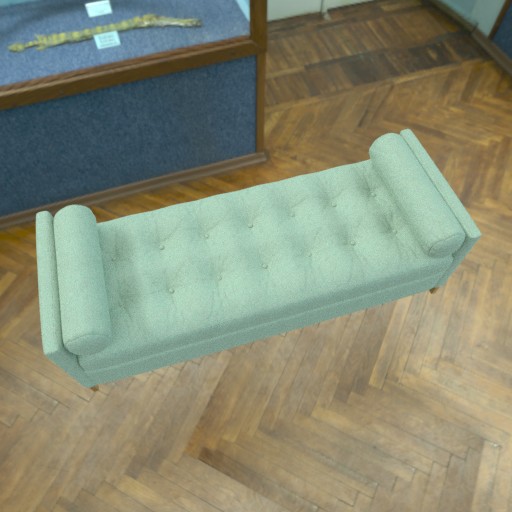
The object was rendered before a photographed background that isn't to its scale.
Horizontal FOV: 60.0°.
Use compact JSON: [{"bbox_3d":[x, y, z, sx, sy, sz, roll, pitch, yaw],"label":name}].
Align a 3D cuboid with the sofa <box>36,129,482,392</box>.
[{"bbox_3d":[0.000,0.000,2.432,2.102,0.705,0.796,-15,60,-9],"label":"sofa"}]
